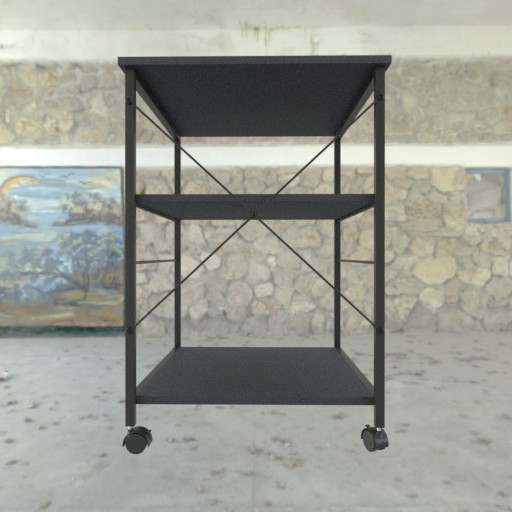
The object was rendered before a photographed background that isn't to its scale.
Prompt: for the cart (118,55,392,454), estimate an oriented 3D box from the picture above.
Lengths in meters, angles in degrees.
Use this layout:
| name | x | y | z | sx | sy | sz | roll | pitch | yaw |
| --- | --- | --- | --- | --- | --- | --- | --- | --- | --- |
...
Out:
| name | x | y | z | sx | sy | sz | roll | pitch | yaw |
| --- | --- | --- | --- | --- | --- | --- | --- | --- | --- |
| cart | 0.000 | 0.000 | 1.102 | 0.521 | 0.762 | 0.520 | 0 | 0 | 1 |
